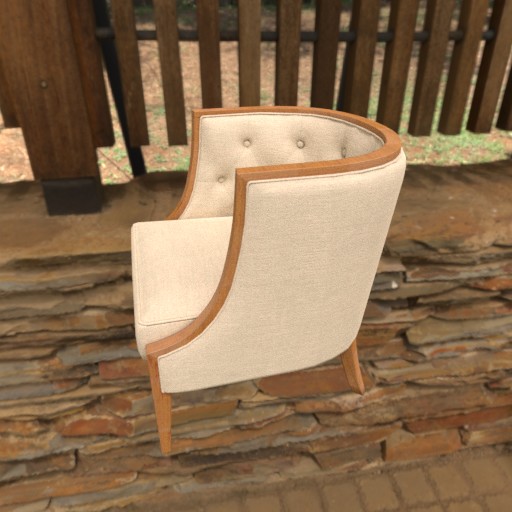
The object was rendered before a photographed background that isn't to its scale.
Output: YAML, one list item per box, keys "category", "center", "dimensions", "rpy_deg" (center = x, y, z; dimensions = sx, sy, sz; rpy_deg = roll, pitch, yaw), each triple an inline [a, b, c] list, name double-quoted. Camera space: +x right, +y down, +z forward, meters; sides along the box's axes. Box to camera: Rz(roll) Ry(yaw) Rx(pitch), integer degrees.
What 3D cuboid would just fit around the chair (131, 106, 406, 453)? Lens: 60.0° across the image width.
- category: "chair"
  center: [0.000, 0.000, 1.388]
  dimensions: [0.757, 0.775, 0.711]
  rpy_deg: [-7, 30, -13]
